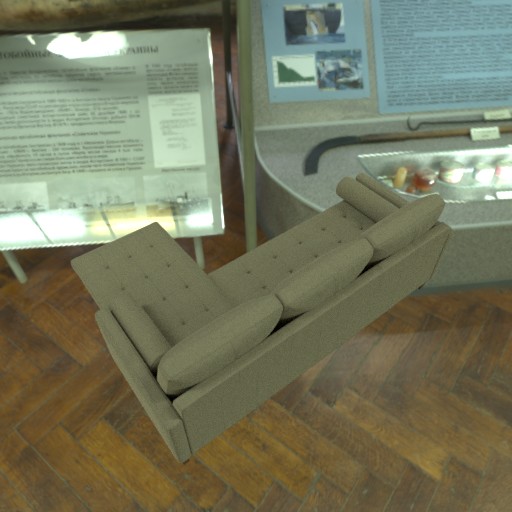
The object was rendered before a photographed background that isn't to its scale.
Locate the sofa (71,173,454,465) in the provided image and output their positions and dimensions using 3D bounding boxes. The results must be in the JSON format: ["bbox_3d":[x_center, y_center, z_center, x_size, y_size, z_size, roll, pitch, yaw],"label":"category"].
[{"bbox_3d":[0.000,0.000,2.991,2.178,0.875,1.506,-29,53,-25],"label":"sofa"}]
